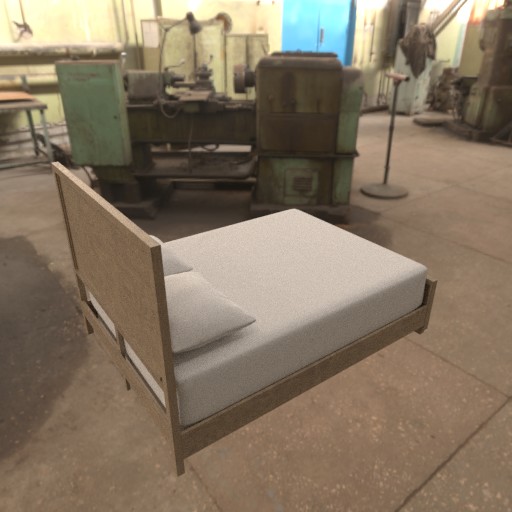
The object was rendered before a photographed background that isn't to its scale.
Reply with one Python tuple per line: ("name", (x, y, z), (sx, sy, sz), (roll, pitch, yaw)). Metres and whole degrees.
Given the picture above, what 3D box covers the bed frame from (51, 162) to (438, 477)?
("bed frame", (0.000, 0.000, 3.233), (2.189, 1.369, 1.606), (-18, 32, -31))
